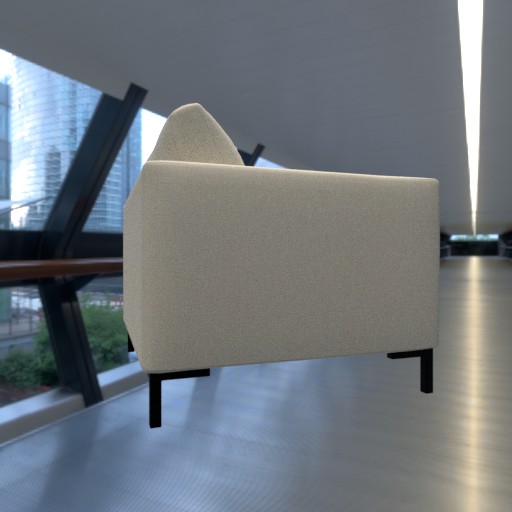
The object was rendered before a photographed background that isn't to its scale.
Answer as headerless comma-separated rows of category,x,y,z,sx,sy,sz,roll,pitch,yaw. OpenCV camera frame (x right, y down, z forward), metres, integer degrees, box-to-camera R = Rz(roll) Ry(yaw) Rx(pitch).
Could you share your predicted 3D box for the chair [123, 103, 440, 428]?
chair,0.000,0.000,1.594,0.875,0.806,0.964,0,0,-19
